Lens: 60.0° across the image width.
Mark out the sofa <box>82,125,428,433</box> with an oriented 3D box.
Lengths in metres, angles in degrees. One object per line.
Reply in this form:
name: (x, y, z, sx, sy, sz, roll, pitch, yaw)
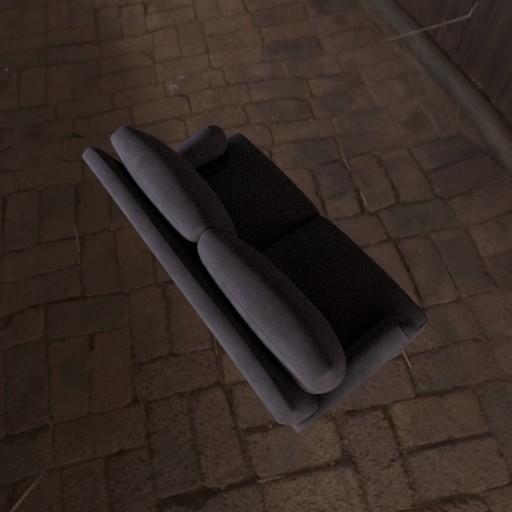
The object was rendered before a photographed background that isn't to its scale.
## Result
sofa: (0.000, 0.000, 2.621, 1.084, 1.101, 1.853, -33, 64, -18)
